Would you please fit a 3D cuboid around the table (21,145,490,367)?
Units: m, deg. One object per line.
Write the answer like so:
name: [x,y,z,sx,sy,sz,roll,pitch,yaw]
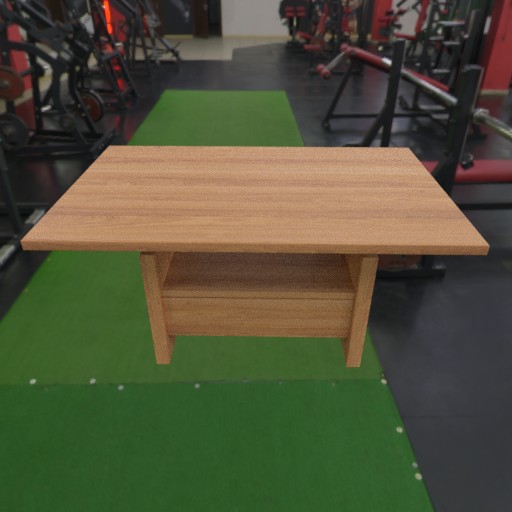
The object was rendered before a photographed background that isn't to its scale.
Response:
table: [0.000,0.000,1.469,1.100,0.510,0.700,1,32,1]
